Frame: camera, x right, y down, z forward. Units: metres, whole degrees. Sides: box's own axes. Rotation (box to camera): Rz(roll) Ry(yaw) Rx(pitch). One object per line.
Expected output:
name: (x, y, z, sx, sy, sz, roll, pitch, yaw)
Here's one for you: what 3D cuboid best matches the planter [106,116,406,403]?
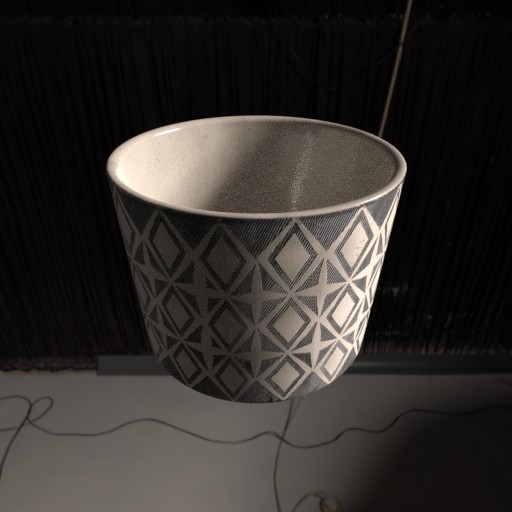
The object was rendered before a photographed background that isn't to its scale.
planter: (0.000, 0.000, 0.456, 0.260, 0.220, 0.260, 0, 32, 0)
